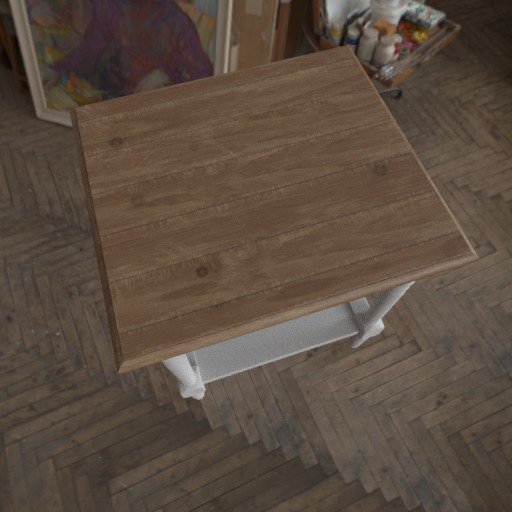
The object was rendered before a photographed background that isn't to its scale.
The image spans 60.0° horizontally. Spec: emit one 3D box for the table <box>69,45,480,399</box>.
[{"bbox_3d":[0.000,0.000,0.919,0.508,0.561,0.457,-16,65,-8],"label":"table"}]
